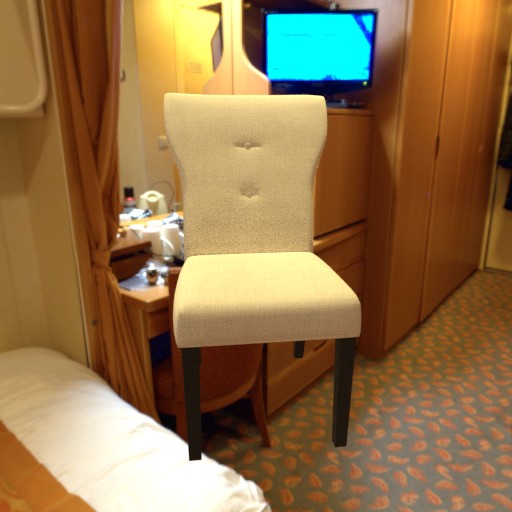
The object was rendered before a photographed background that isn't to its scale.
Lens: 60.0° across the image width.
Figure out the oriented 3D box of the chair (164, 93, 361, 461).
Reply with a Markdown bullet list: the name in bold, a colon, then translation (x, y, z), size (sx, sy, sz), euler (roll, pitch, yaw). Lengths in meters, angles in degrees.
- **chair**: translation (0.000, 0.000, 1.289), size (0.509, 0.921, 0.597), euler (-2, 17, -7)
